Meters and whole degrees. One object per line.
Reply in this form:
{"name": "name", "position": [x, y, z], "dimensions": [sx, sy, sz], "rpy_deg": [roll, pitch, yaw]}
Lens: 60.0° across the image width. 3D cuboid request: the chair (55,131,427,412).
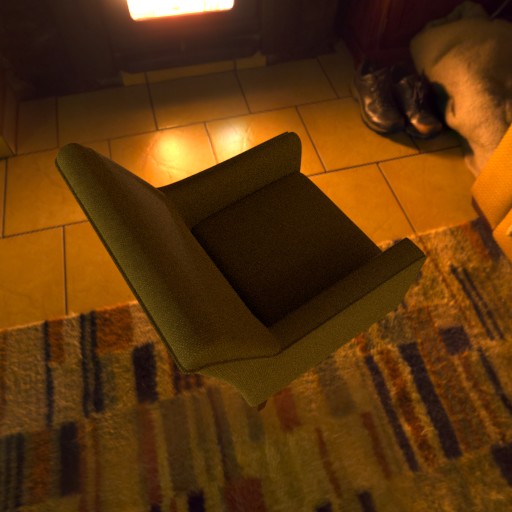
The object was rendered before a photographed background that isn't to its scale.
{"name": "chair", "position": [0.000, 0.000, 1.597], "dimensions": [0.899, 0.919, 0.780], "rpy_deg": [-30, 62, -18]}
